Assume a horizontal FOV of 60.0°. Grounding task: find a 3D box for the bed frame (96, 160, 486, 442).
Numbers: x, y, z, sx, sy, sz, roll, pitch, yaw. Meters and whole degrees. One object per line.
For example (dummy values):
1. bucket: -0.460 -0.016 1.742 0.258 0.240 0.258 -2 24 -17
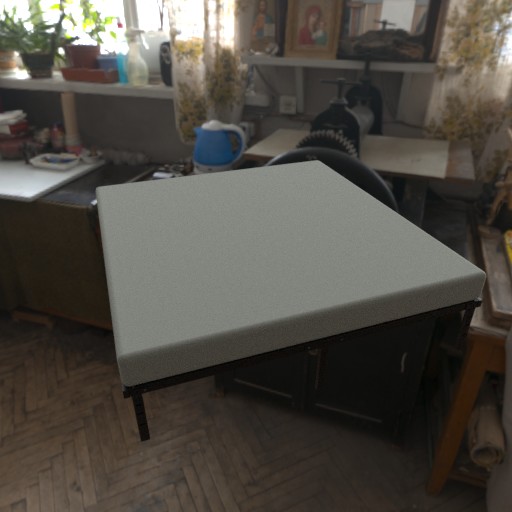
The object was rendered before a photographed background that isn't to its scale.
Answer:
1. bed frame: 0.000 0.000 3.932 2.526 0.680 2.635 -10 32 -17
